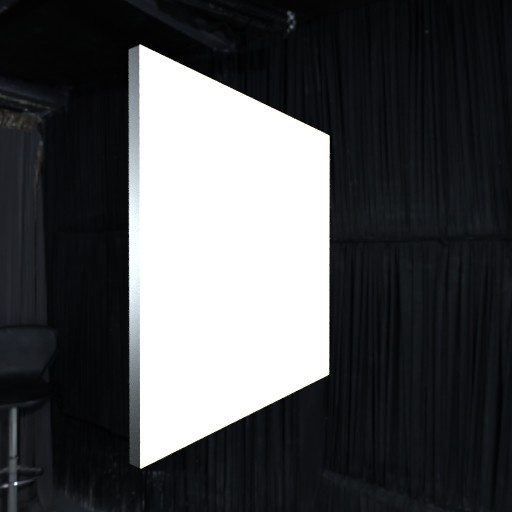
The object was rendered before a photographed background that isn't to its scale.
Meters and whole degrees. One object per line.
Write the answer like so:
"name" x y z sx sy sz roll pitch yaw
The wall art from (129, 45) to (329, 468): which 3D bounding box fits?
"wall art" 0.000 0.000 1.134 0.031 0.775 0.773 0 1 36
